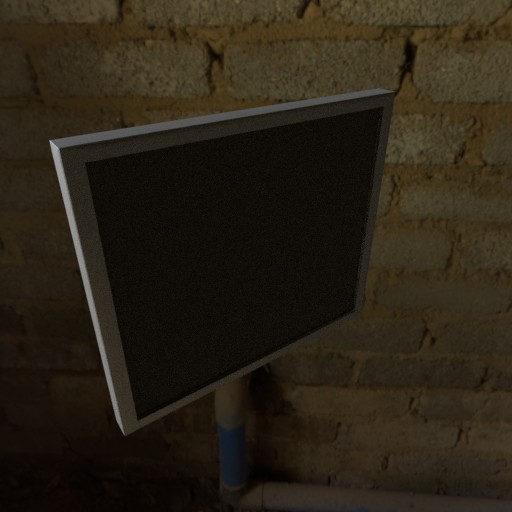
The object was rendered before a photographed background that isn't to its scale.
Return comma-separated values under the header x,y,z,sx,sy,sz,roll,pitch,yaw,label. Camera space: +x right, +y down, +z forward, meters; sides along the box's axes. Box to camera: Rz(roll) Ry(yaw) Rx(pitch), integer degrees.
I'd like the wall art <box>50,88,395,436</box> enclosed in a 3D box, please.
x,y,z,sx,sy,sz,roll,pitch,yaw,label
0.000,0.000,0.518,0.380,0.330,0.028,-20,36,-30,wall art
